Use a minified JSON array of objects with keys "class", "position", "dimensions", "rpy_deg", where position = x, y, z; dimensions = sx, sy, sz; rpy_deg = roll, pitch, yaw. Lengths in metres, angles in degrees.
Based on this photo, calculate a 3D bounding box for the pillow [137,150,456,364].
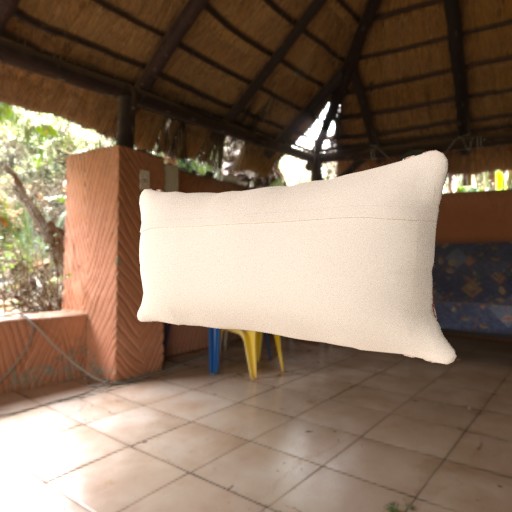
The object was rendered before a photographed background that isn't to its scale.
[{"class":"pillow","position":[0.000,0.000,0.755],"dimensions":[0.635,0.282,0.139],"rpy_deg":[0,0,37]}]
